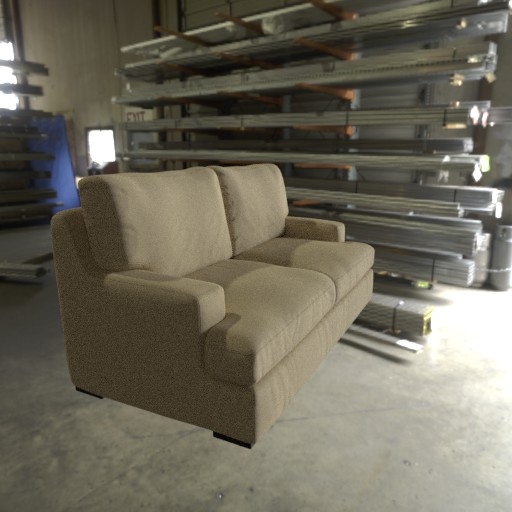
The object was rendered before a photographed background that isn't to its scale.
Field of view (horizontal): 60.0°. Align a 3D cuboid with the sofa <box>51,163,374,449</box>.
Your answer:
[{"bbox_3d":[0.000,0.000,2.463,0.962,0.967,1.885,7,15,26],"label":"sofa"}]
